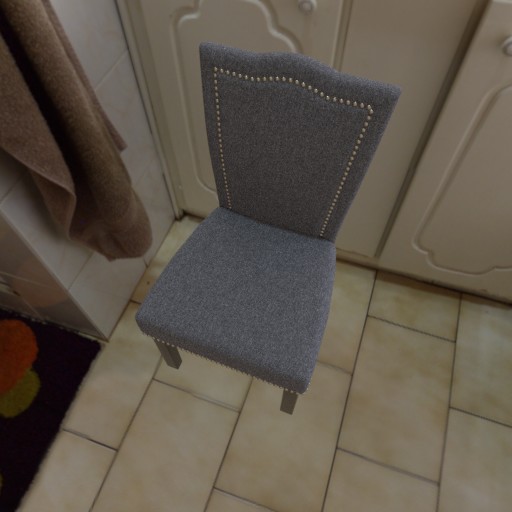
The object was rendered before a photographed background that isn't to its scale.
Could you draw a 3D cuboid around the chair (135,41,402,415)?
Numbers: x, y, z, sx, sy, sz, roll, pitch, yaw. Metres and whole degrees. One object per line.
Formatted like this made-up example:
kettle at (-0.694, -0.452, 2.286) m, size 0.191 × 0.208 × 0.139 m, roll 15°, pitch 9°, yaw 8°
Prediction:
chair at (0.000, 0.000, 1.280) m, size 0.518 × 0.946 × 0.589 m, roll 18°, pitch 59°, yaw 11°
